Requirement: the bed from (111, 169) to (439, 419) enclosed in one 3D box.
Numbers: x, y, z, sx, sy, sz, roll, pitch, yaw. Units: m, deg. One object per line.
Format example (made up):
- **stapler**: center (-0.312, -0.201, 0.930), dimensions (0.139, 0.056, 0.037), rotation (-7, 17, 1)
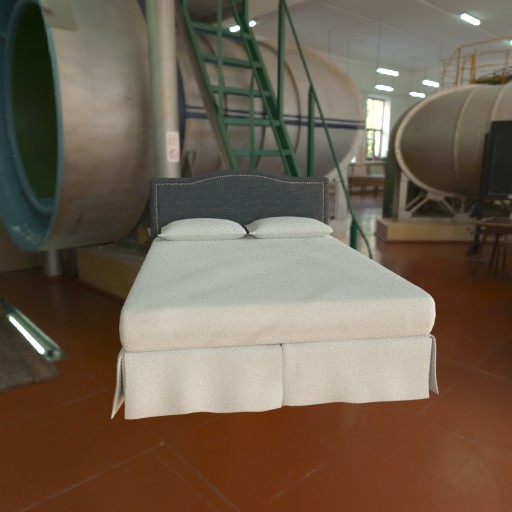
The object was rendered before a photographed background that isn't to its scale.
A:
- **bed**: center (0.000, 0.000, 3.965), dimensions (2.161, 1.457, 2.689), rotation (-2, 13, -8)
